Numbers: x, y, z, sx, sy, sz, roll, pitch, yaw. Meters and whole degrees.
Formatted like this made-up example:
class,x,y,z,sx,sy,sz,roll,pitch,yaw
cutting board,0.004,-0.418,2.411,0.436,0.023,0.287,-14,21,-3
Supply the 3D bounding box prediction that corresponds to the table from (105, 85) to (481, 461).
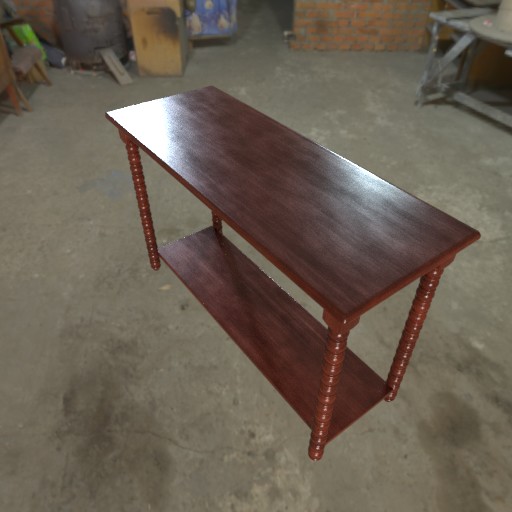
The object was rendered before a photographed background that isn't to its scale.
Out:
class,x,y,z,sx,sy,sz,roll,pitch,yaw
table,0.000,0.000,1.537,0.459,0.740,1.184,-26,47,-27
